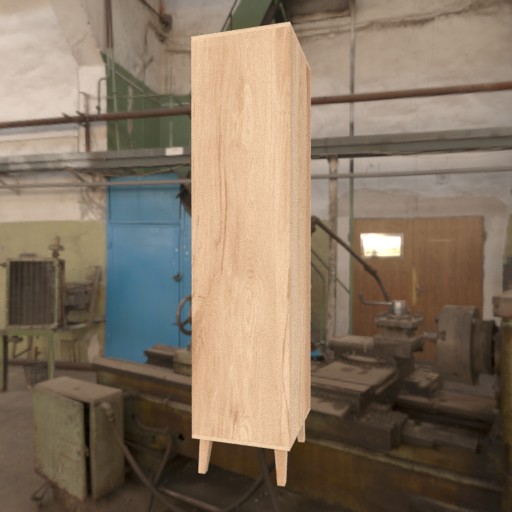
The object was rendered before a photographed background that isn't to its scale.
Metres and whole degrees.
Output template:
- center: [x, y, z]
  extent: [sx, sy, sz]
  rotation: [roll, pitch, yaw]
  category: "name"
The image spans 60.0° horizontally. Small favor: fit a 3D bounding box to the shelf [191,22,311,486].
- center: [0.000, 0.000, 2.168]
  extent: [0.450, 1.960, 0.510]
  rotation: [0, 1, 17]
  category: "shelf"
